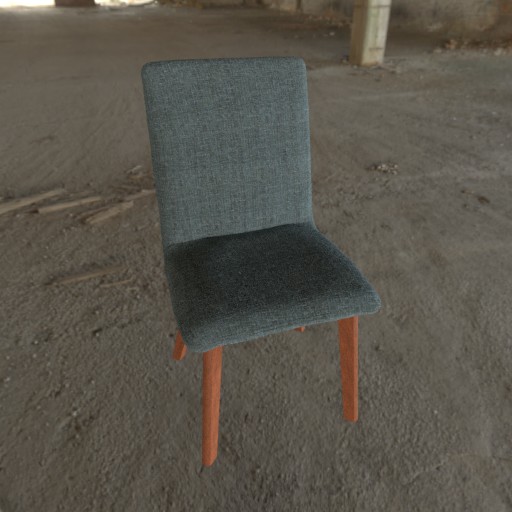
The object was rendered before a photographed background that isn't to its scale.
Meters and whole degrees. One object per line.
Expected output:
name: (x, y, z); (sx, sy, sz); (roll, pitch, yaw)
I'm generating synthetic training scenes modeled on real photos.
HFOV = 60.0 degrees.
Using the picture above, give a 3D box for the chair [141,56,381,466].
chair: (0.000, 0.000, 1.259); (0.522, 0.974, 0.563); (-10, 34, -15)
